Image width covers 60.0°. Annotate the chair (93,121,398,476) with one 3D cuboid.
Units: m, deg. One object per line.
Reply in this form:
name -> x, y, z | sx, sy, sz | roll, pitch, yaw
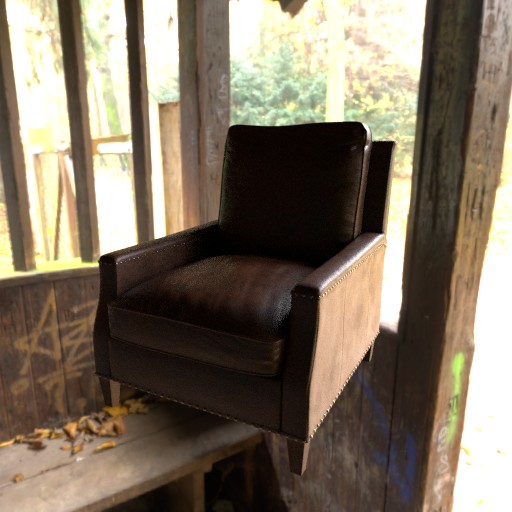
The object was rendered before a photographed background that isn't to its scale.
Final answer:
chair -> 0.000, 0.000, 1.773 | 0.854, 1.054, 1.035 | 7, 16, 27
